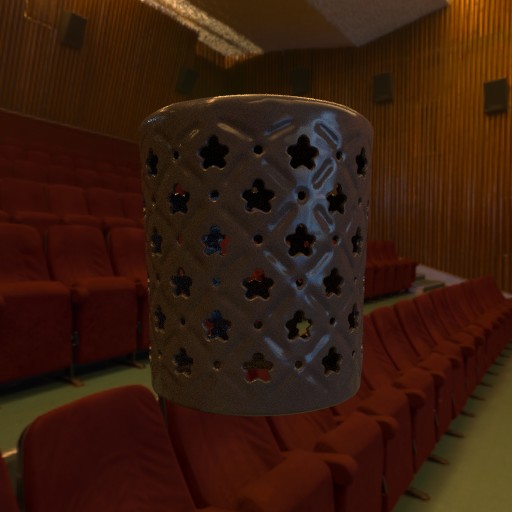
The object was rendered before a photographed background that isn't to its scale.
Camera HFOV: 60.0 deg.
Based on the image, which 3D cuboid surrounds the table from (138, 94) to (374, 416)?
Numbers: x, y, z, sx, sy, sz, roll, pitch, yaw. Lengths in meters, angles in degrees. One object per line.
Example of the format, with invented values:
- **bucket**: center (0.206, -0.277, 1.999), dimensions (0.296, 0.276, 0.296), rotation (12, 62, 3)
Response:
- **table**: center (0.000, 0.000, 0.686), dimensions (0.352, 0.387, 0.352), rotation (0, 1, 0)
